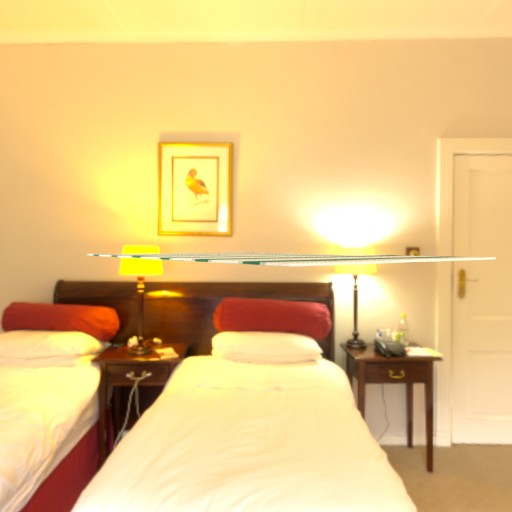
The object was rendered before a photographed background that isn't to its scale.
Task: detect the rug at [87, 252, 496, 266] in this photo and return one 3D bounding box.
[{"bbox_3d":[0.000,0.000,2.983,1.521,0.015,2.436,-1,1,-37],"label":"rug"}]
